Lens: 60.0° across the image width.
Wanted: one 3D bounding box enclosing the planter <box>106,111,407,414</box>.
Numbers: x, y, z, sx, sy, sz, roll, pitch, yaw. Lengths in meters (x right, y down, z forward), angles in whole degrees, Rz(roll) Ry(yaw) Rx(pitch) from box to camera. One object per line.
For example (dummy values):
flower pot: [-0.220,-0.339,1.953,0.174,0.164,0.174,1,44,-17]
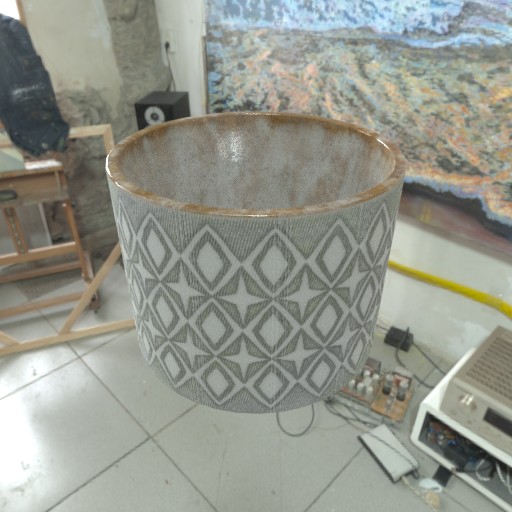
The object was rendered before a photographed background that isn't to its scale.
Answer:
planter: [0.000,0.000,0.448,0.255,0.223,0.255,0,32,0]
